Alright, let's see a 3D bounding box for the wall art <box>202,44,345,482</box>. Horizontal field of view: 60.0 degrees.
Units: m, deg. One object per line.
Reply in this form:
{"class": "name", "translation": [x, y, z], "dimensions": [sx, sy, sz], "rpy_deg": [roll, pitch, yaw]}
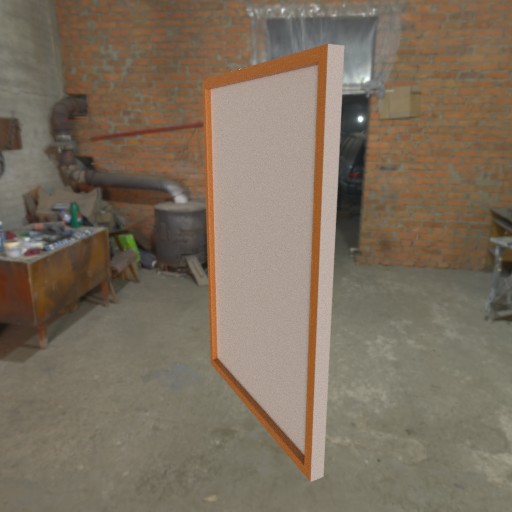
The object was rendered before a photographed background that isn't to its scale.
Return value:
{"class": "wall art", "translation": [0.000, 0.000, 1.157], "dimensions": [0.037, 0.916, 0.610], "rpy_deg": [-8, 17, -26]}
